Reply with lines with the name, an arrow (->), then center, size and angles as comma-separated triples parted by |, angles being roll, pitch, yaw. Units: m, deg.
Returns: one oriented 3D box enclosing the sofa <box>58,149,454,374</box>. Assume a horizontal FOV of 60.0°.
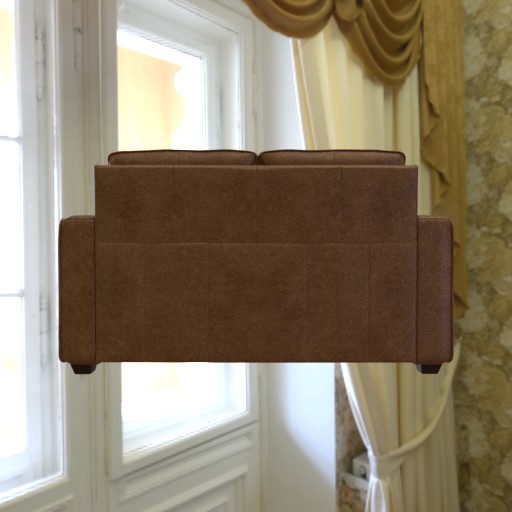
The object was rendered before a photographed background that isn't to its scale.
sofa -> 0.000, 0.000, 2.145 | 1.532, 0.896, 1.020 | 0, 1, 0
